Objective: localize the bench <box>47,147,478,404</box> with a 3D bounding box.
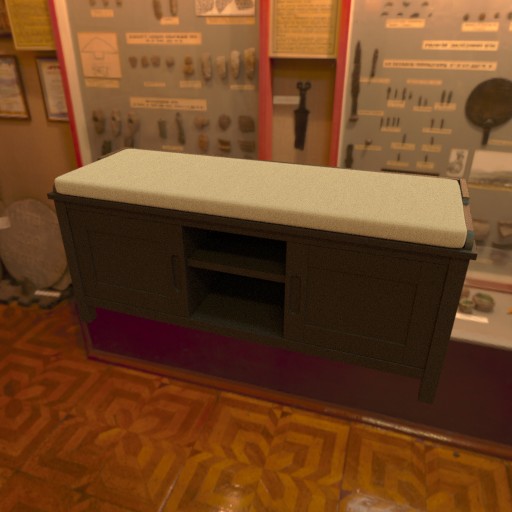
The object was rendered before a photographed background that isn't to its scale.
[{"bbox_3d":[0.000,0.000,1.371,1.140,0.501,0.398,9,29,17],"label":"bench"}]
